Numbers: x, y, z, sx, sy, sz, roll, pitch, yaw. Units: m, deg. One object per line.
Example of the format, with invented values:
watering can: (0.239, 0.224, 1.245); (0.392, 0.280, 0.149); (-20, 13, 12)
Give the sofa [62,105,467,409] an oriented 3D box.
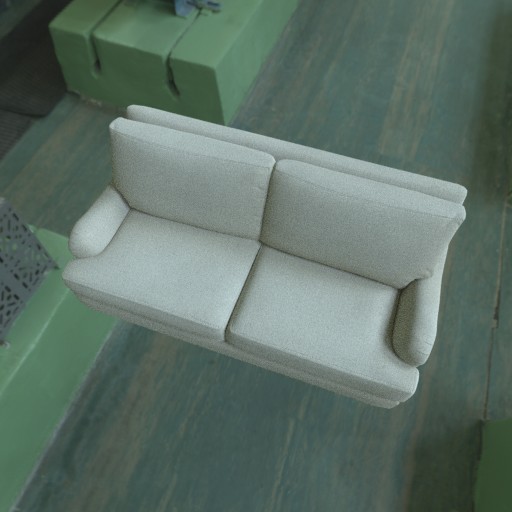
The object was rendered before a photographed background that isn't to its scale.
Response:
sofa: (0.000, 0.000, 2.612); (2.070, 0.997, 1.091); (17, 61, 10)
